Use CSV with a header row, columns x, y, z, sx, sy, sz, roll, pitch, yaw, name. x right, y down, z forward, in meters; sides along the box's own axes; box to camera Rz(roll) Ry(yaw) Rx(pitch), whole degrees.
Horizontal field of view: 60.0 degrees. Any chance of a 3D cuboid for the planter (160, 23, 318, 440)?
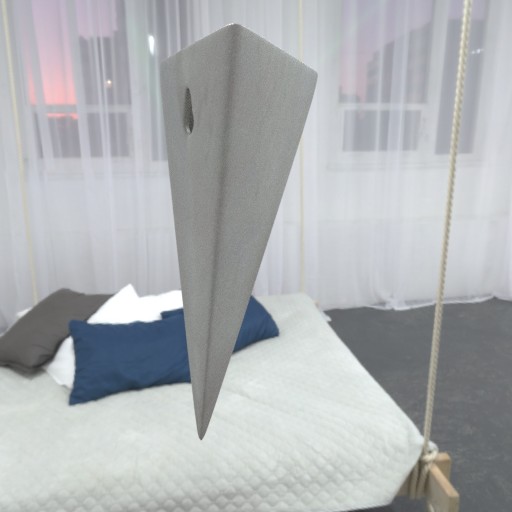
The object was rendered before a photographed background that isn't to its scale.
x,y,z,sx,sy,sz,roll,pitch,yaw,name
0.000,0.000,0.153,0.047,0.130,0.058,-7,16,-28,planter
